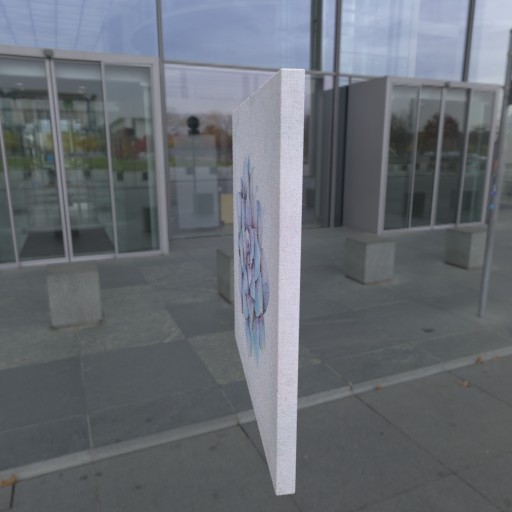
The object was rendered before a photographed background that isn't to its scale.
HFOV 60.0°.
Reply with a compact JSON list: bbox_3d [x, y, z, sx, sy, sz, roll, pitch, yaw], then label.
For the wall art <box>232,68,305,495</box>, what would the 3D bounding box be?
[{"bbox_3d":[0.000,0.000,1.127,0.038,0.762,0.762,-2,13,-8],"label":"wall art"}]
